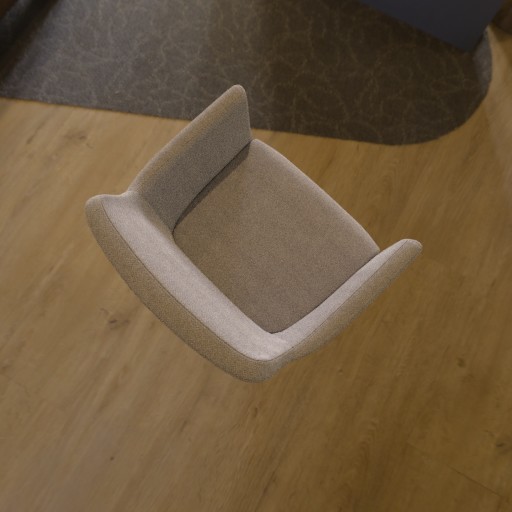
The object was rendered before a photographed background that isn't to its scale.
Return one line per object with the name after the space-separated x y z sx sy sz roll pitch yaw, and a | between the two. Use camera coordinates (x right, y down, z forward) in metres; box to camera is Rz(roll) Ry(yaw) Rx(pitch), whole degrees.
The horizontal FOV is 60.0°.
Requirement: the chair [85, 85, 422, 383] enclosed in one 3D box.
0.000 0.000 1.172 0.540 0.780 0.570 -44 79 -11 | chair
